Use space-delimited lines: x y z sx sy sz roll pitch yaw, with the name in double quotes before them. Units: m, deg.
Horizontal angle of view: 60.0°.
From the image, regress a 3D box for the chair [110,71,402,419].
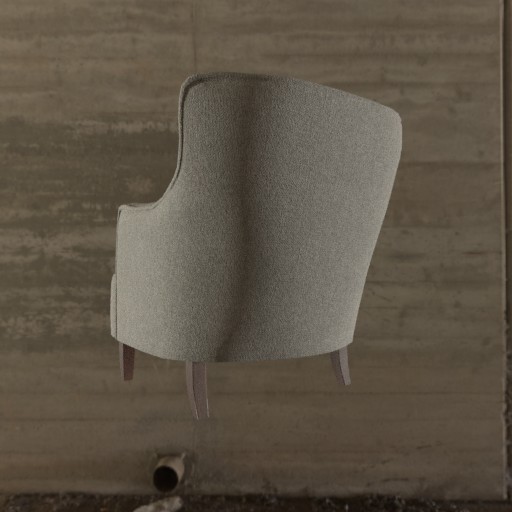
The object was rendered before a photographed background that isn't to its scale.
"chair" 0.000 0.000 1.532 0.820 0.920 0.910 1 -1 -36
